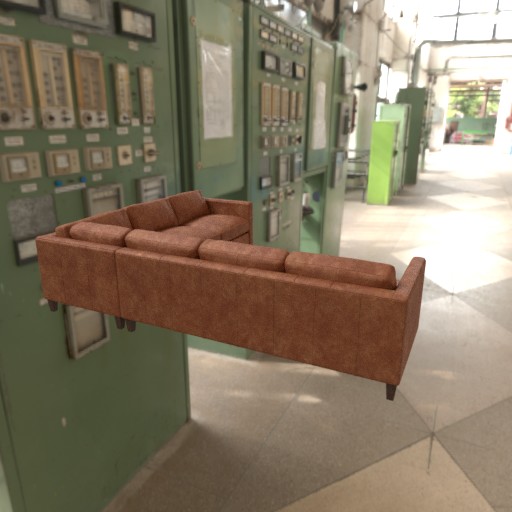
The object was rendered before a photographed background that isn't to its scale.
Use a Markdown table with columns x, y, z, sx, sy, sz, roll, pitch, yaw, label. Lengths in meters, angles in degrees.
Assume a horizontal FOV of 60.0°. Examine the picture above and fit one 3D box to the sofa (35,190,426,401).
| x | y | z | sx | sy | sz | roll | pitch | yaw | label |
| --- | --- | --- | --- | --- | --- | --- | --- | --- | --- |
| 0.000 | 0.000 | 4.316 | 3.167 | 0.838 | 2.438 | 8 | 19 | 25 | sofa |
